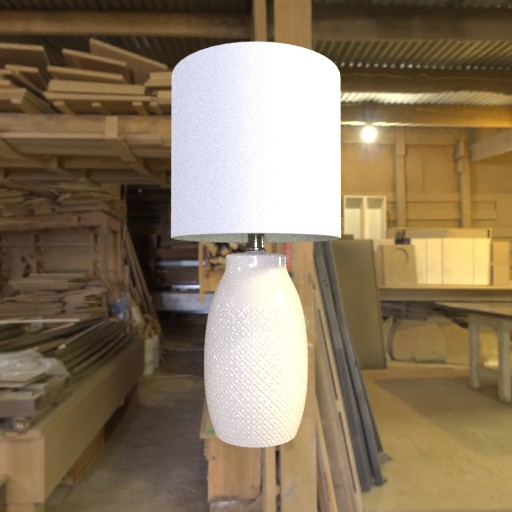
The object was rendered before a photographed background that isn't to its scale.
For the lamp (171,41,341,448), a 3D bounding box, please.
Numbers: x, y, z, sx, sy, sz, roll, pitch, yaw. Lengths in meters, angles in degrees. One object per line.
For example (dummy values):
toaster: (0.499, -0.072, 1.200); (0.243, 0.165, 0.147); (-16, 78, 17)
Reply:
lamp: (0.000, 0.000, 0.576); (0.217, 0.453, 0.217); (0, -1, 0)
